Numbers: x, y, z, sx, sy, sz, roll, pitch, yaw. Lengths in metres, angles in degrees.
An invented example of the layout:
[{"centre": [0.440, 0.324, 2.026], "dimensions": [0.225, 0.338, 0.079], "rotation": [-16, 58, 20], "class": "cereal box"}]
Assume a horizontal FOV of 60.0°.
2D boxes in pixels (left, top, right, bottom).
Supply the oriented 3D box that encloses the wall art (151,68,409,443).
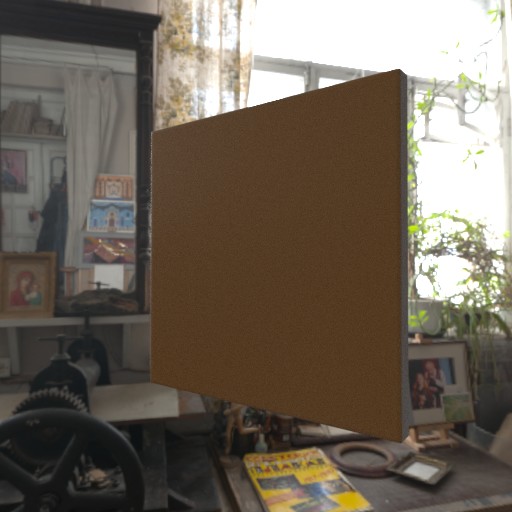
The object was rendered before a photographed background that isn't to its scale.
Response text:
[{"centre": [0.000, 0.000, 1.927], "dimensions": [1.287, 1.288, 0.078], "rotation": [0, -1, 36], "class": "wall art"}]
